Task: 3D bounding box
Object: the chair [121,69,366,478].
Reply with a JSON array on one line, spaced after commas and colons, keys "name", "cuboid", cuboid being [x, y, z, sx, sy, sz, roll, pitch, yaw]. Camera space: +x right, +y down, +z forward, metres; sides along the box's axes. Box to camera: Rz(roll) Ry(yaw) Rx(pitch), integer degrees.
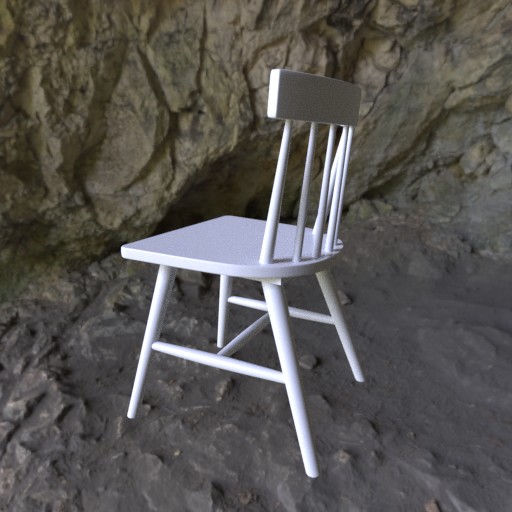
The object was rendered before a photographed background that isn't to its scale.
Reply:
[{"name": "chair", "cuboid": [0.000, 0.000, 1.104, 0.500, 0.787, 0.483, 7, 16, 25]}]
